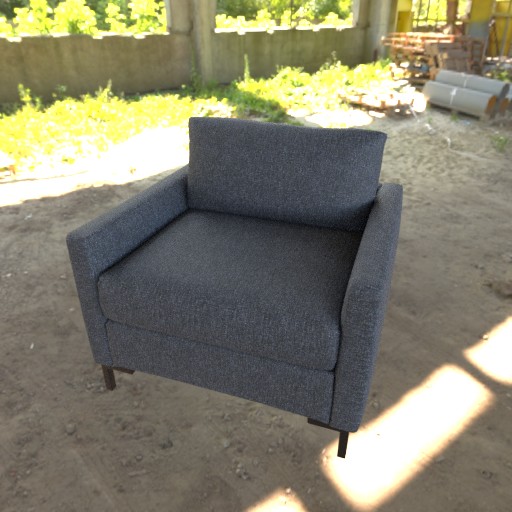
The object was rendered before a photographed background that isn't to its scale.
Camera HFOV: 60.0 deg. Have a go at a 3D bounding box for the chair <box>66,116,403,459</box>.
[{"bbox_3d":[0.000,0.000,1.622,0.963,0.861,0.866,9,29,17],"label":"chair"}]
